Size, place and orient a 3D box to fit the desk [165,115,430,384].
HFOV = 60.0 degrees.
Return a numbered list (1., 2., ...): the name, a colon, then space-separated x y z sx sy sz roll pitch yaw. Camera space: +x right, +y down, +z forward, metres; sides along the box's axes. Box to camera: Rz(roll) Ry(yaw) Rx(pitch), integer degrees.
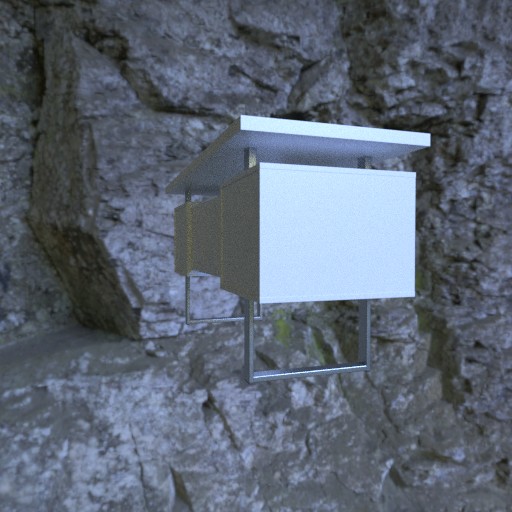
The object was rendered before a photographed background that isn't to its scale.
1. desk: 0.000 0.000 1.983 0.603 0.773 1.530 0 1 -19
